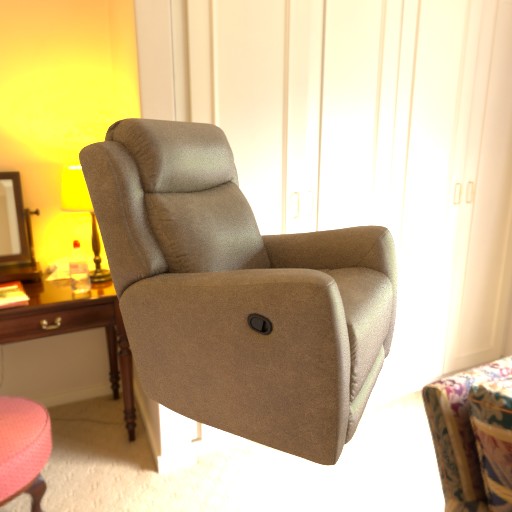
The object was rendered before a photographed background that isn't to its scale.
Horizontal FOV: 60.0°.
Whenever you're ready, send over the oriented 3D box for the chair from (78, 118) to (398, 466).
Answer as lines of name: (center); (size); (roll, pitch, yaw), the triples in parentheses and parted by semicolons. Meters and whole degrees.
chair: (0.000, 0.000, 1.880); (1.068, 1.116, 0.965); (7, 16, 26)
